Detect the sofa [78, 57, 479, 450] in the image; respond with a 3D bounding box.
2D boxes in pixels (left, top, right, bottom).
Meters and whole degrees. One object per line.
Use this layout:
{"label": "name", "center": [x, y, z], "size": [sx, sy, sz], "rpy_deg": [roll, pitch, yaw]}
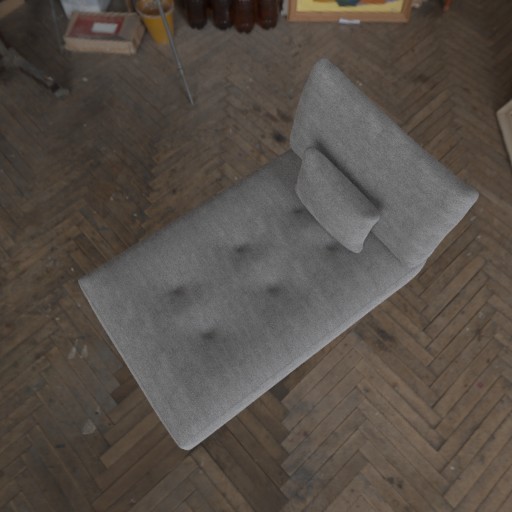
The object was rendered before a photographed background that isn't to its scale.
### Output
{"label": "sofa", "center": [0.000, 0.000, 1.969], "size": [1.450, 0.820, 0.930], "rpy_deg": [-34, 70, -14]}
